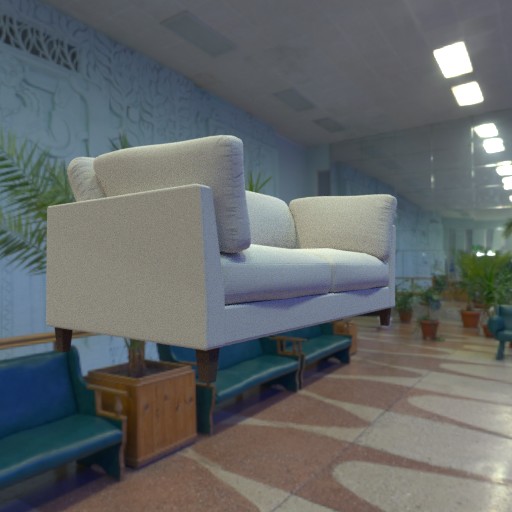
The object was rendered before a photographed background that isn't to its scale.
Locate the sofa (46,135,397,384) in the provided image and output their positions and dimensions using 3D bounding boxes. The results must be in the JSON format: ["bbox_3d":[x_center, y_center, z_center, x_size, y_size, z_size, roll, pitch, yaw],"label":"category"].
[{"bbox_3d":[0.000,0.000,2.308,0.970,0.836,1.776,-1,-1,36],"label":"sofa"}]
